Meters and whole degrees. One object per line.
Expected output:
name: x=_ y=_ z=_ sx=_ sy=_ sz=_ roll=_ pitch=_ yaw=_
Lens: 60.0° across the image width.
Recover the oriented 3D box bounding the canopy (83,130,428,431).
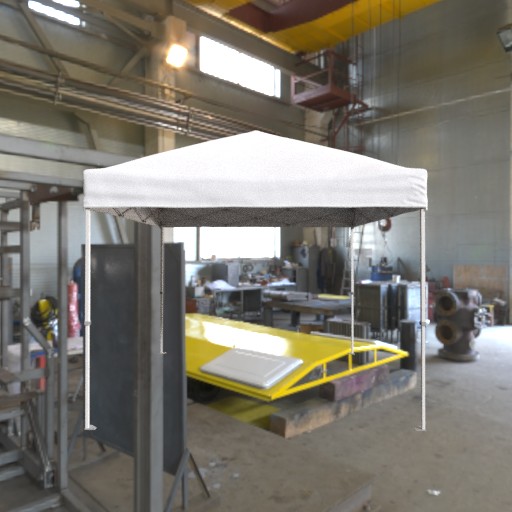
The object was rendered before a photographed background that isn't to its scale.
canopy: x=0.000 y=0.000 z=5.307 sx=2.996 sy=2.997 sz=2.998 roll=0 pitch=0 yaw=0
